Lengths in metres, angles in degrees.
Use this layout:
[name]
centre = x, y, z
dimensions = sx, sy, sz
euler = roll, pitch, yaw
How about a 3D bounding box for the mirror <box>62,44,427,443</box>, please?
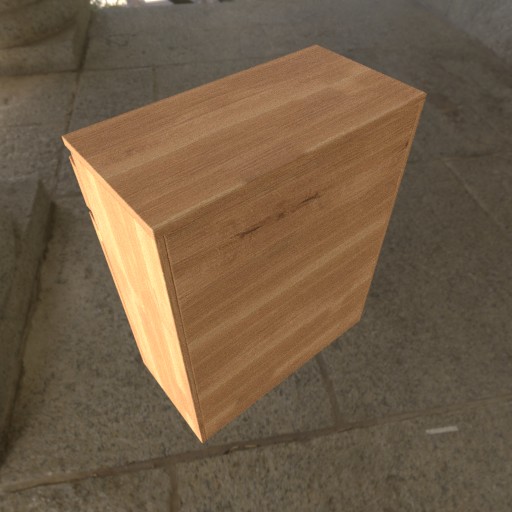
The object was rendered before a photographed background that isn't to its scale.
[mirror]
centre = 0.000, 0.000, 1.425
dimensions = 0.800, 1.000, 0.400
euler = -31, 54, -26
